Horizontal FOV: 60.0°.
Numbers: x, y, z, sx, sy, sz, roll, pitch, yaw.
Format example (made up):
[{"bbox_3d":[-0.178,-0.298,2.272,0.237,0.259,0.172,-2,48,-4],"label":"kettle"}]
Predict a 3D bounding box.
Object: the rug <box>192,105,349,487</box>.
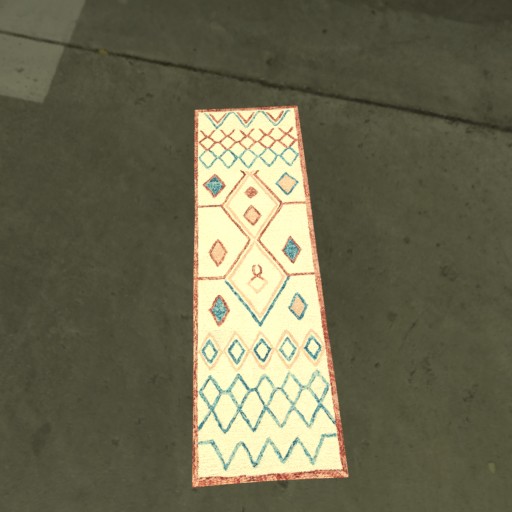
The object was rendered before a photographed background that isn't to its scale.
[{"bbox_3d":[0.000,0.000,2.675,0.750,0.011,2.435,-3,63,-2],"label":"rug"}]
